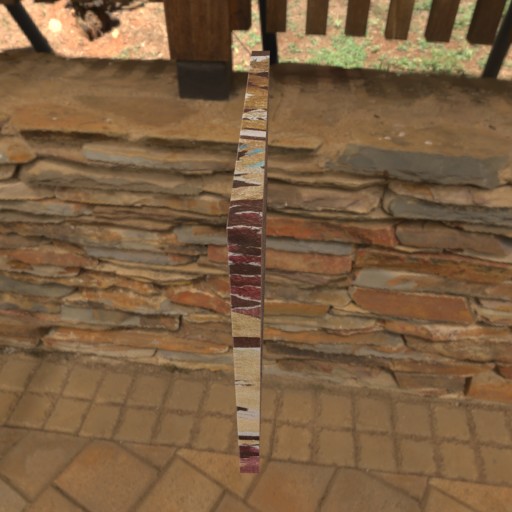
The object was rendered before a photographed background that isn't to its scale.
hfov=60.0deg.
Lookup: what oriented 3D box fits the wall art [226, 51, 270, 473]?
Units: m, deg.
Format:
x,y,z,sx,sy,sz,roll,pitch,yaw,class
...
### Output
x,y,z,sx,sy,sz,roll,pitch,yaw,class
0.000,0.000,0.906,0.041,0.613,0.609,1,41,2,wall art
